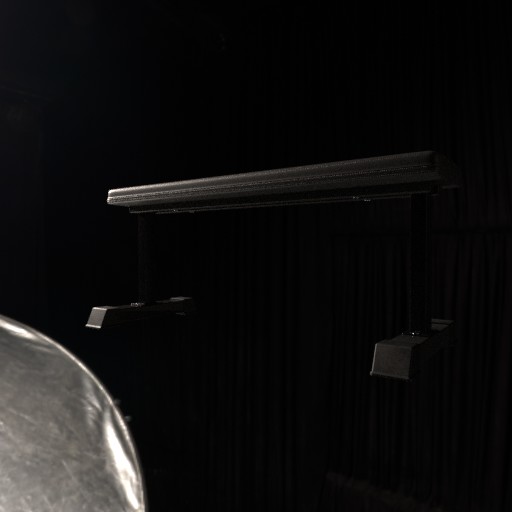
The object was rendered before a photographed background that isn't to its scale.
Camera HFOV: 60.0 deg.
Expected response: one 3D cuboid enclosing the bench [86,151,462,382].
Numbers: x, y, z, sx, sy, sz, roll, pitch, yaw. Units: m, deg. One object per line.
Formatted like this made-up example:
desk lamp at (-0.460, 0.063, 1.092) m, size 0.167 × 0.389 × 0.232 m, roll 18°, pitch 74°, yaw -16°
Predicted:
bench at (0.000, 0.000, 1.291) m, size 1.072 × 0.453 × 0.439 m, roll 1°, pitch 1°, yaw 35°
